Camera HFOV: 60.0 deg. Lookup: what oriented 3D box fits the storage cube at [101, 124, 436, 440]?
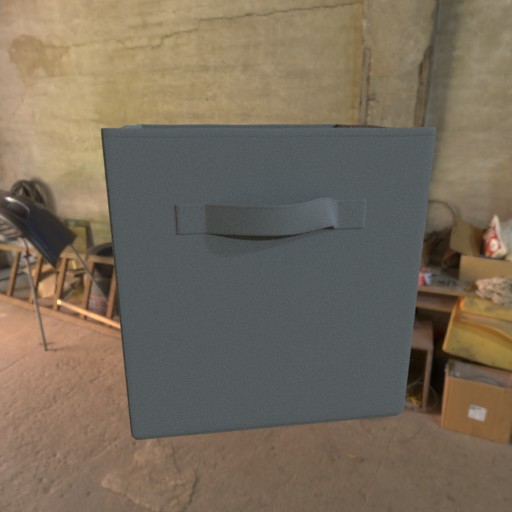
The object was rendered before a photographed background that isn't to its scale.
[{"bbox_3d":[0.000,0.000,0.495,0.270,0.280,0.270,-2,17,-8],"label":"storage cube"}]
